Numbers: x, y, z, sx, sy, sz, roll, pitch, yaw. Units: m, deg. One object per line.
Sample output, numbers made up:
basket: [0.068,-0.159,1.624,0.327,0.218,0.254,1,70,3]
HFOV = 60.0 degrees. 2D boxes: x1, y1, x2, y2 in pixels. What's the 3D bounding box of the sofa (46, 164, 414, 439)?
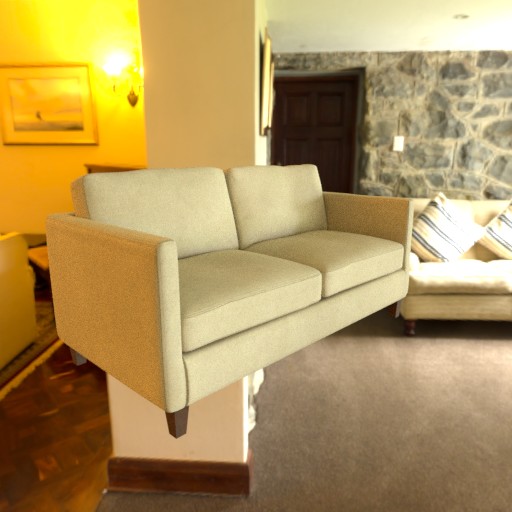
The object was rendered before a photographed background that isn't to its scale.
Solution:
sofa: [0.000,0.000,2.393,0.950,0.940,1.846,13,18,43]
